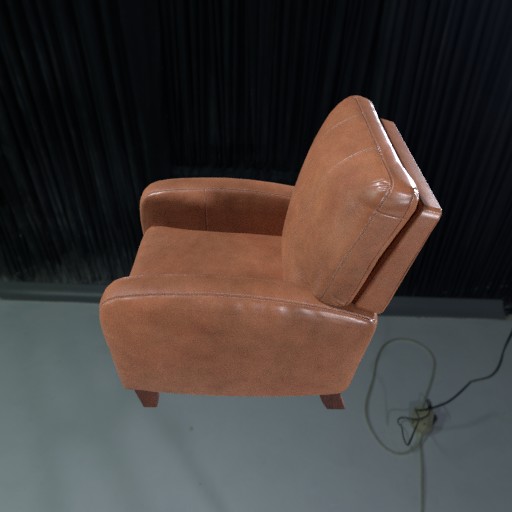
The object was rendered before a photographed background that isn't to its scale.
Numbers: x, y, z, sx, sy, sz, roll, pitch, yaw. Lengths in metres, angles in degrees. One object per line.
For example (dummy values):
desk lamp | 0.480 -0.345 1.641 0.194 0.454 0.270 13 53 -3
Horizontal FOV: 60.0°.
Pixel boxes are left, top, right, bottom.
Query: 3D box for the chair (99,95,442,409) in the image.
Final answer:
chair | 0.000 0.000 1.647 0.990 0.990 0.762 0 40 1
